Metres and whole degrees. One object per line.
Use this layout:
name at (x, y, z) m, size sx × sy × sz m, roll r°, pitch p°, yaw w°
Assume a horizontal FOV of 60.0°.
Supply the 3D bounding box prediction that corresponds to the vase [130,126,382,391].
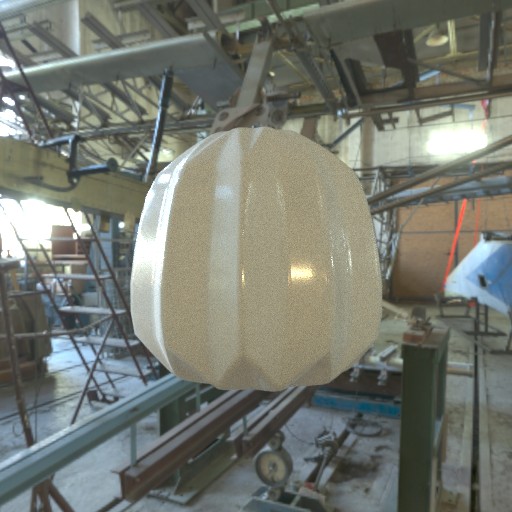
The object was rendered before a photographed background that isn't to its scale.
vase at (0.000, 0.000, 0.252) m, size 0.139 × 0.134 × 0.139 m, roll 0°, pitch 0°, yaw 0°
